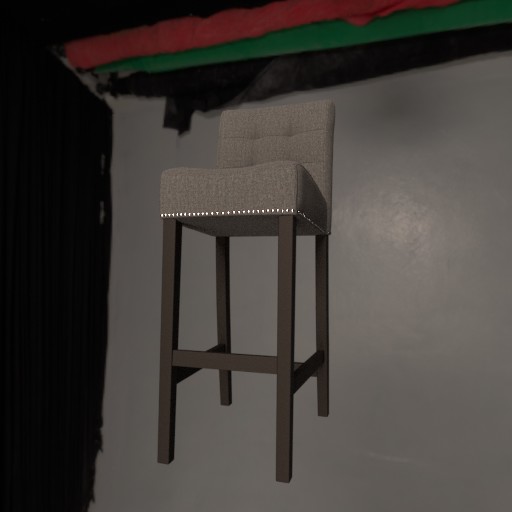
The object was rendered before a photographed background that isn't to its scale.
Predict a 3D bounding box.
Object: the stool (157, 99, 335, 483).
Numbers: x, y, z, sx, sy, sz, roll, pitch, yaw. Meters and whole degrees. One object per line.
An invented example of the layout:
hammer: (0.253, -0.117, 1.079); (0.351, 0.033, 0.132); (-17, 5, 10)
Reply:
stool: (0.000, 0.000, 1.325); (0.411, 1.047, 0.548); (0, 0, 18)
